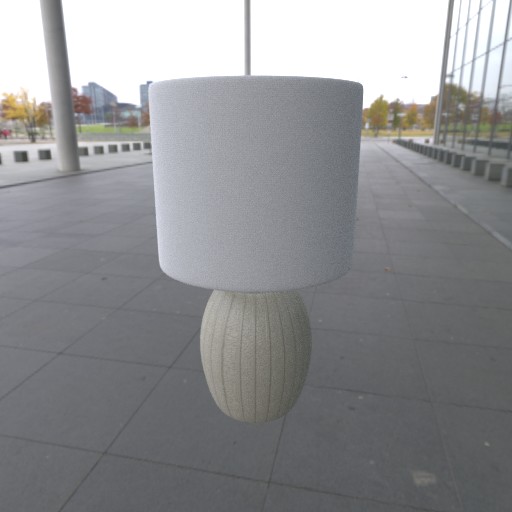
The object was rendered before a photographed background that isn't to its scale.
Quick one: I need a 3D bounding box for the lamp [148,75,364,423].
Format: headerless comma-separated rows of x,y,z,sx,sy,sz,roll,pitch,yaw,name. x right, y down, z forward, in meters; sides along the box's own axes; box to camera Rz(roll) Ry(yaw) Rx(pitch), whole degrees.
0.000,0.000,0.767,0.329,0.570,0.329,8,18,26,lamp
